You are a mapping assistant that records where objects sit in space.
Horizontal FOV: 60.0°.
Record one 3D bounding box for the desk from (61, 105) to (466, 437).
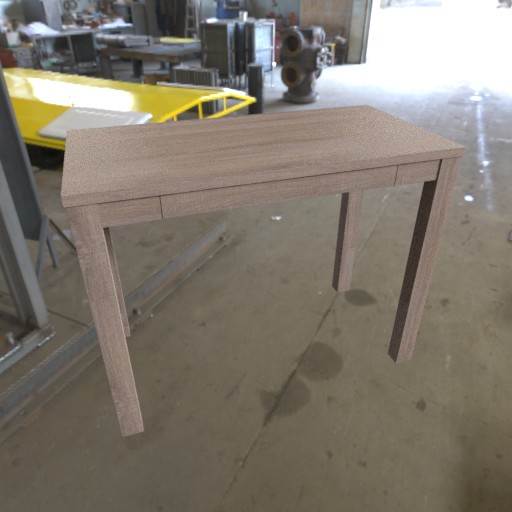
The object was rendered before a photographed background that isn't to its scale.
[{"bbox_3d":[0.000,0.000,1.419,0.991,0.762,0.495,-10,33,-16],"label":"desk"}]
